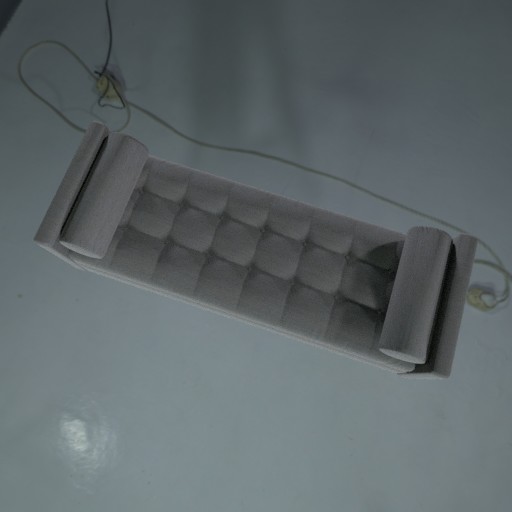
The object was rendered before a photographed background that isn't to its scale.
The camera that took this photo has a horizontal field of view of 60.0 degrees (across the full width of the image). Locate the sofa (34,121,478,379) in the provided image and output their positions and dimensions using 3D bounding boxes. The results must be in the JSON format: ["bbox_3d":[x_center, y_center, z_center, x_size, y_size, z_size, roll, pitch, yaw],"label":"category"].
[{"bbox_3d":[0.000,0.000,2.356,1.981,0.635,0.686,18,75,5],"label":"sofa"}]
